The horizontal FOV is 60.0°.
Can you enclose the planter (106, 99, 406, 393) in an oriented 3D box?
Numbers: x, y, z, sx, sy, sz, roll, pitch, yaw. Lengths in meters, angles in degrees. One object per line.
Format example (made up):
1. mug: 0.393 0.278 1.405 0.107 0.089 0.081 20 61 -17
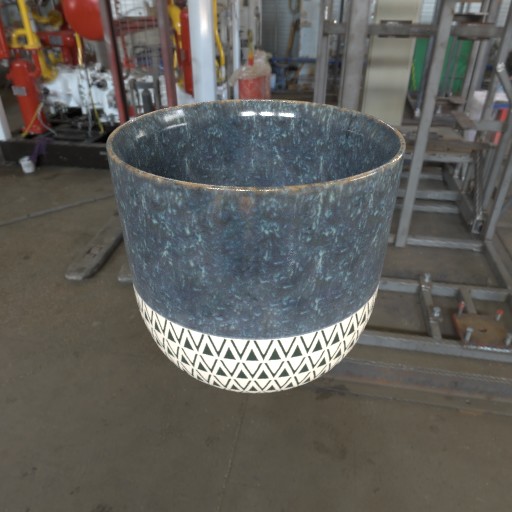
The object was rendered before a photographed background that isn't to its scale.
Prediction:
1. planter: 0.000 0.000 0.479 0.266 0.270 0.266 0 32 0
